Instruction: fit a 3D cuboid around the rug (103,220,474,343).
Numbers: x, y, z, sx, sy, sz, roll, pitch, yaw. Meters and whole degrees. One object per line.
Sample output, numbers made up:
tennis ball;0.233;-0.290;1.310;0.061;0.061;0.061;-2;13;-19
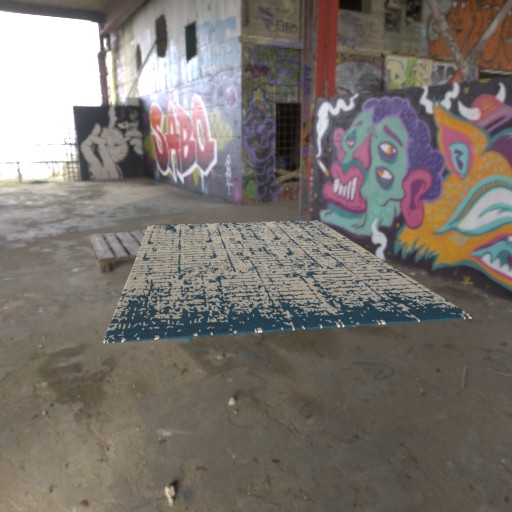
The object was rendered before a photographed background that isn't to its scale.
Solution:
rug;0.000;0.000;2.294;1.220;0.007;1.828;-2;15;-9
